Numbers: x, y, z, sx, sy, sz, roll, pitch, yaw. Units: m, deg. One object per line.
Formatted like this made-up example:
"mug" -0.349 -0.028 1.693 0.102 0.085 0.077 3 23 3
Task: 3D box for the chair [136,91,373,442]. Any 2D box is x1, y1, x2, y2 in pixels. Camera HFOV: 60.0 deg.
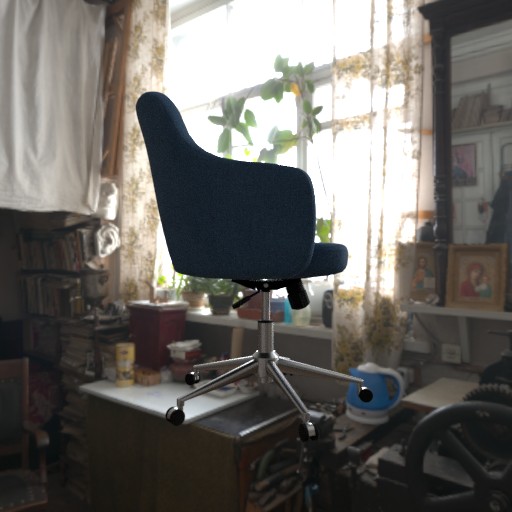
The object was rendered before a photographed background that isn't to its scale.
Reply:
"chair" 0.000 0.000 1.250 0.655 0.820 0.599 0 0 0
